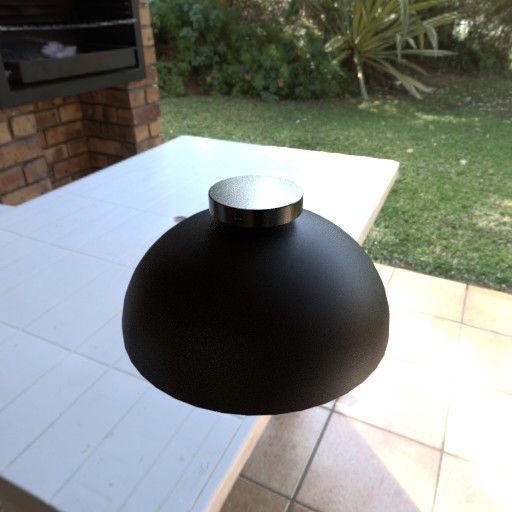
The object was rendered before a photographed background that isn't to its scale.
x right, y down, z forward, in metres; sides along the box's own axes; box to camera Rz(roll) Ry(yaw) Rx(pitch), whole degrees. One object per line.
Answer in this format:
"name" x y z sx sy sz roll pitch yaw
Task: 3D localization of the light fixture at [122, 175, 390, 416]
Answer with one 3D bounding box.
"light fixture" 0.000 0.000 0.566 0.355 0.177 0.355 0 30 0
